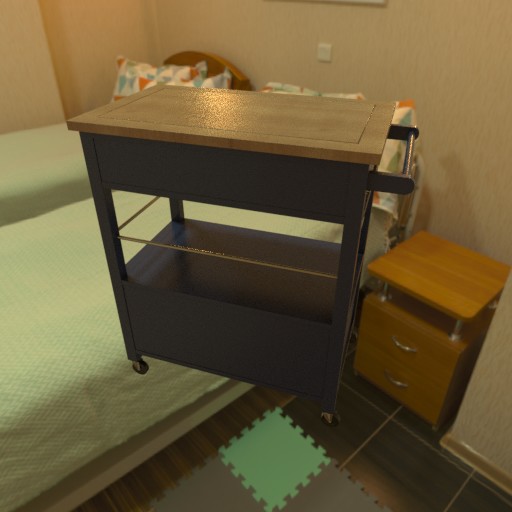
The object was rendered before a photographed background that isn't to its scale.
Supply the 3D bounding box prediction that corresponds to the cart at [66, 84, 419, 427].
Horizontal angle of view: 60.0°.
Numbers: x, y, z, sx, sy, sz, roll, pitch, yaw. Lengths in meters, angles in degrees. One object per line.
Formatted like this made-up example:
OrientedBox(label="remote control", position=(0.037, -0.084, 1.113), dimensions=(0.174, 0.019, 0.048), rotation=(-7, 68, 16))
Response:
OrientedBox(label="cart", position=(0.000, 0.000, 1.410), dimensions=(0.840, 0.901, 0.459), rotation=(10, 34, 16))
